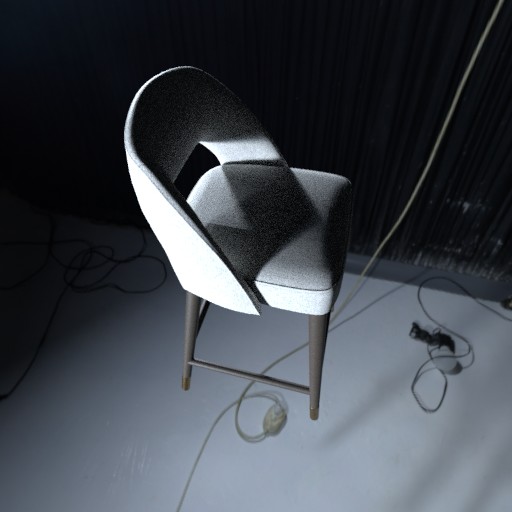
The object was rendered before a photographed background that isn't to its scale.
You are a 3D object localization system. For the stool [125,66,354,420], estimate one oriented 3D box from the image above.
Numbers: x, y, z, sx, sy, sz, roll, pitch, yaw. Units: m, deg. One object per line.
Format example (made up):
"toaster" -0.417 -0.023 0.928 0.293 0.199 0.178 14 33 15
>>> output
"stool" 0.000 0.000 1.249 0.509 0.940 0.494 10 48 9
